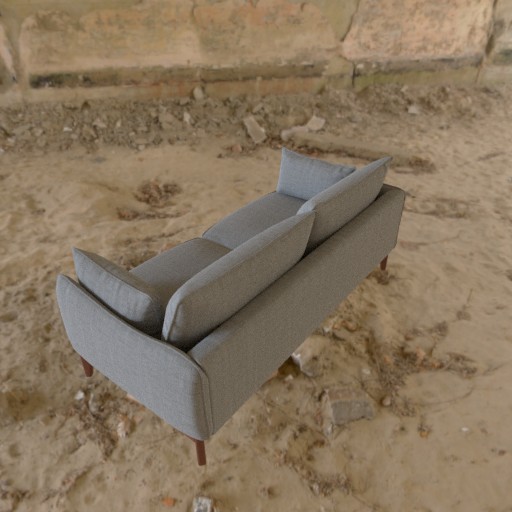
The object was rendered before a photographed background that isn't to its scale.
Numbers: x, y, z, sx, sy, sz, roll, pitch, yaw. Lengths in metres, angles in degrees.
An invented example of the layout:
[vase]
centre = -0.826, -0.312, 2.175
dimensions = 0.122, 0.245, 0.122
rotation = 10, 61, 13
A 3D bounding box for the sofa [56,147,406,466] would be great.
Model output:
[sofa]
centre = 0.000, 0.000, 2.533
dimensions = 0.972, 0.851, 1.989
rotation = 23, 39, 31
